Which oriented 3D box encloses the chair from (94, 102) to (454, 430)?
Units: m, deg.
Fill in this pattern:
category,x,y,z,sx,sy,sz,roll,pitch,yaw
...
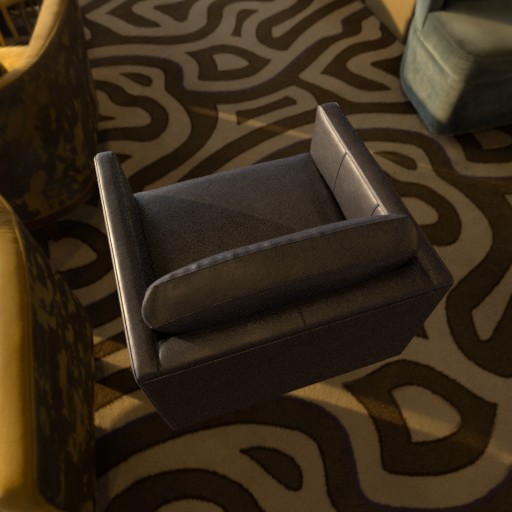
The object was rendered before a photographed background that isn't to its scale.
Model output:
category,x,y,z,sx,sy,sz,roll,pitch,yaw
chair,0.000,0.000,1.620,0.939,0.811,0.862,-15,58,-10
